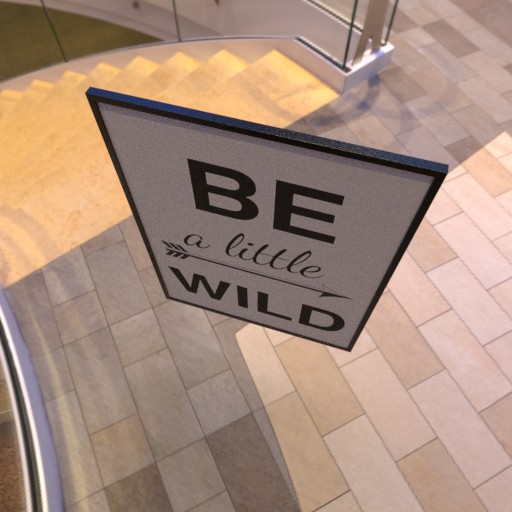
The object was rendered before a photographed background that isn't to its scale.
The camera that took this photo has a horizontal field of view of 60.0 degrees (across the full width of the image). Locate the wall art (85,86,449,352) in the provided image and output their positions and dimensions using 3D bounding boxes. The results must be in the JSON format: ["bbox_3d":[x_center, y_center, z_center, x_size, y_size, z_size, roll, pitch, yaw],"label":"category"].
[{"bbox_3d":[0.000,0.000,0.769,0.442,0.582,0.013,15,60,9],"label":"wall art"}]
